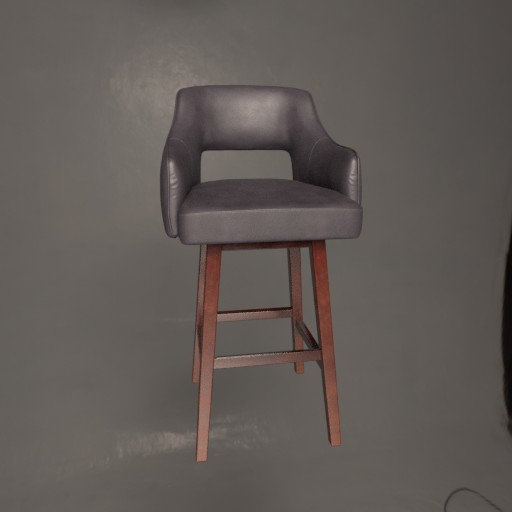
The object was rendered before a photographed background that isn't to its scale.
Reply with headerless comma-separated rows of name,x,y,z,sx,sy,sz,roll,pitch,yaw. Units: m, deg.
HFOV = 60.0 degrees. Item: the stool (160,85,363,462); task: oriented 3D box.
stool,0.000,0.000,1.373,0.550,1.041,0.560,-3,16,-9
